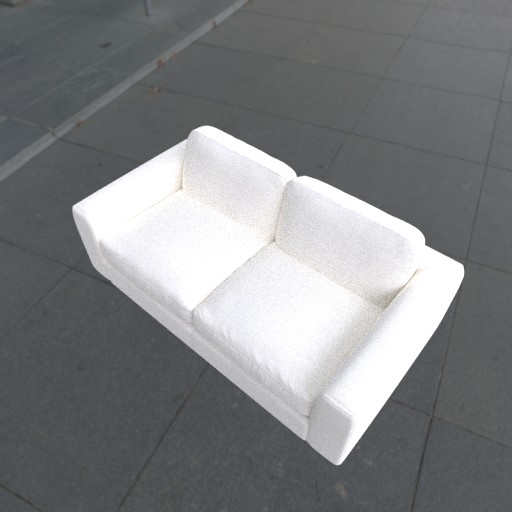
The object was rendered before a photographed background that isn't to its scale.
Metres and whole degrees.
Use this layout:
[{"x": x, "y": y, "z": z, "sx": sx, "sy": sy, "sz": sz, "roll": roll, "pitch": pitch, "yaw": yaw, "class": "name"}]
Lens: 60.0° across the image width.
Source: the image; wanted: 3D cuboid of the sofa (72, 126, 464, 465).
[{"x": 0.000, "y": 0.000, "z": 2.479, "sx": 1.920, "sy": 0.801, "sz": 1.069, "roll": 32, "pitch": 55, "yaw": 26, "class": "sofa"}]
